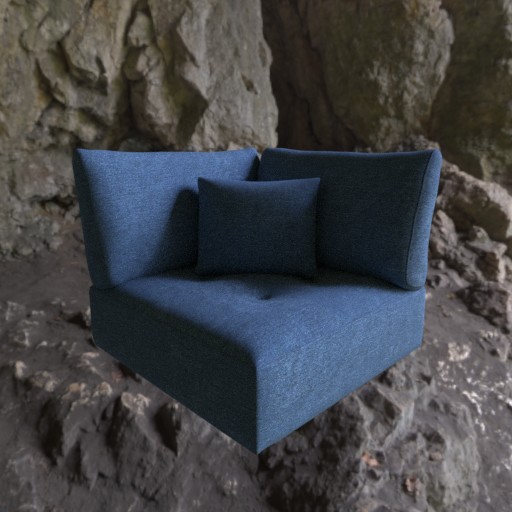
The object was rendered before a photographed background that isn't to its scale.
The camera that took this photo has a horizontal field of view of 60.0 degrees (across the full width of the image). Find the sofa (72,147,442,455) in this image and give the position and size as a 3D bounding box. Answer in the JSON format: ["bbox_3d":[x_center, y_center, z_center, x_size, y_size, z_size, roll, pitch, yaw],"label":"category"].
[{"bbox_3d":[0.000,0.000,1.728,1.000,0.820,1.000,-13,19,-43],"label":"sofa"}]
